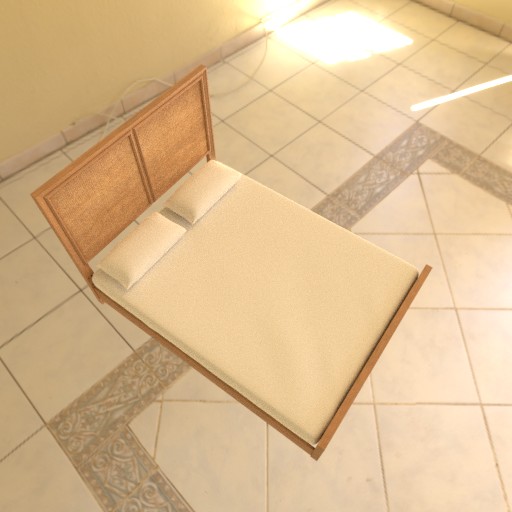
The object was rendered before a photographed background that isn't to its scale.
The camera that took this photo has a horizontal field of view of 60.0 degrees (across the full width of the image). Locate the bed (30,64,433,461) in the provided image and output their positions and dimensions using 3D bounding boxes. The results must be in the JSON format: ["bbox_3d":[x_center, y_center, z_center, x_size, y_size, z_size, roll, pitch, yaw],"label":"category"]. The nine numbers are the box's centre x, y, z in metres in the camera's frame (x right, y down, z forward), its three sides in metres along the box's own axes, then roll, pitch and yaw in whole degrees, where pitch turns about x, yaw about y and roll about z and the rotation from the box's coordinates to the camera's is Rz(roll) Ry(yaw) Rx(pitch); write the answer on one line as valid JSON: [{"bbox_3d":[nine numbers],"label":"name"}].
[{"bbox_3d":[0.000,0.000,3.244,2.184,1.387,1.606,31,62,19],"label":"bed"}]
